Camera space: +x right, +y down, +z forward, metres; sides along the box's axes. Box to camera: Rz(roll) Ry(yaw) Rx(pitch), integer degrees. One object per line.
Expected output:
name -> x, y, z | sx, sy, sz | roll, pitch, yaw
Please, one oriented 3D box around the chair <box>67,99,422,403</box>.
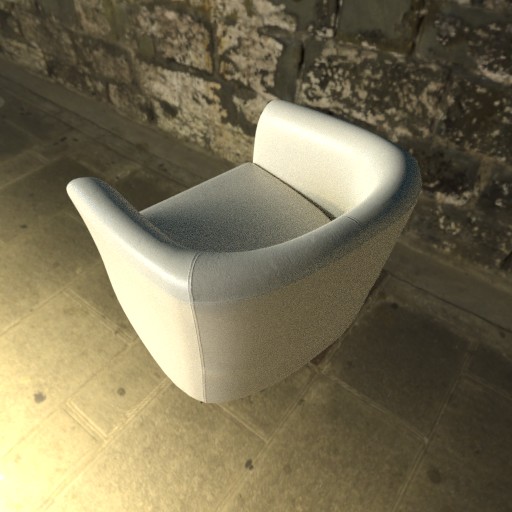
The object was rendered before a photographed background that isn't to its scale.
chair -> 0.000, 0.000, 1.356 | 0.792, 0.756, 0.727 | -30, 54, -25
